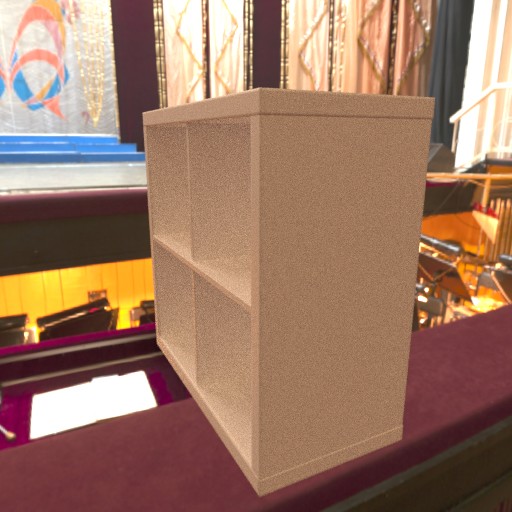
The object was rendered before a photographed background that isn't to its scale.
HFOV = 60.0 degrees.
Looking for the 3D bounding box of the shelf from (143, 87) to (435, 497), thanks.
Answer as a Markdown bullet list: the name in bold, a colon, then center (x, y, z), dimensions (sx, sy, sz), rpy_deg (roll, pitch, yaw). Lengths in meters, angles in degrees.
- **shelf**: center (0.000, 0.000, 1.230), dimensions (0.390, 0.786, 0.790), rpy_deg (-7, 17, -26)
